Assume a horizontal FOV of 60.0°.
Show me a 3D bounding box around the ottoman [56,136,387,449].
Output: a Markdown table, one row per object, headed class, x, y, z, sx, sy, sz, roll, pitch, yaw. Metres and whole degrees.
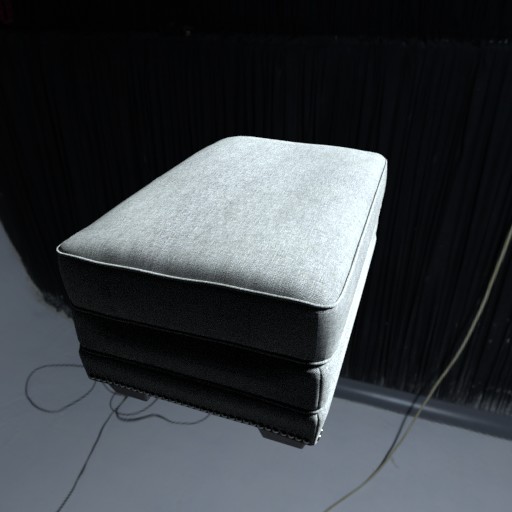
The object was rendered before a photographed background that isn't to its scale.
| class | x | y | z | sx | sy | sz | roll | pitch | yaw |
| --- | --- | --- | --- | --- | --- | --- | --- | --- | --- |
| ottoman | 0.000 | 0.000 | 1.148 | 0.561 | 0.457 | 0.813 | 10 | 31 | 17 |
